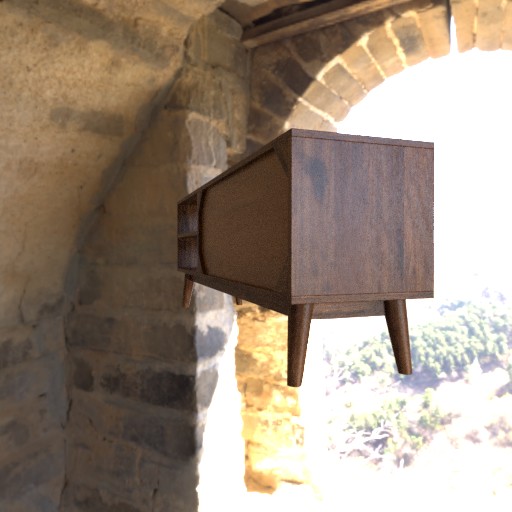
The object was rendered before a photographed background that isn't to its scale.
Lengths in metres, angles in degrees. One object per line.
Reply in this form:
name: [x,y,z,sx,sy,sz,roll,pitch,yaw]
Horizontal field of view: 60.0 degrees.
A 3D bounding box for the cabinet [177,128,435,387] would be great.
cabinet: [0.000,0.000,1.621,0.349,0.528,1.448,0,1,-19]
